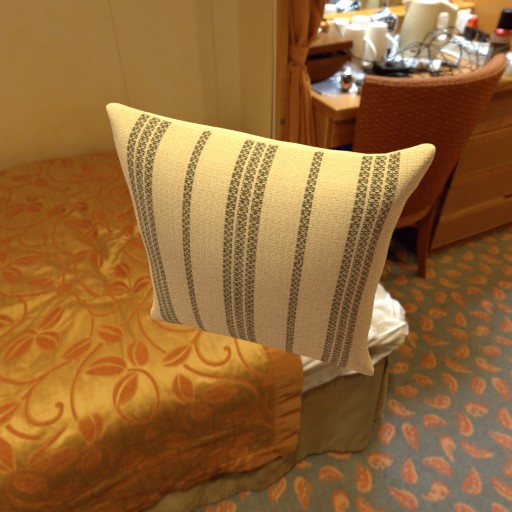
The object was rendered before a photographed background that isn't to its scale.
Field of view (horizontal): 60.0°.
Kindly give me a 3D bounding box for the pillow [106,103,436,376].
[{"bbox_3d":[0.000,0.000,0.645,0.405,0.406,0.173,12,42,13],"label":"pillow"}]
